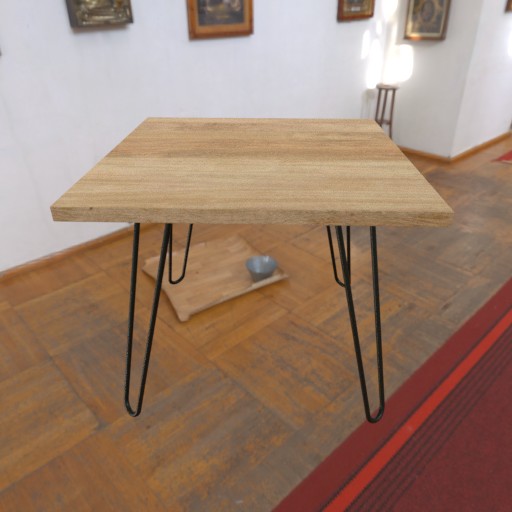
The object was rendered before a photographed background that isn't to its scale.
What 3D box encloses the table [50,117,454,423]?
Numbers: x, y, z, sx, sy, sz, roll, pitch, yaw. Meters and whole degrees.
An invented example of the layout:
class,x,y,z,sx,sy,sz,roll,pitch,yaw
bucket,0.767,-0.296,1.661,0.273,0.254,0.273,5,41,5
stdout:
class,x,y,z,sx,sy,sz,roll,pitch,yaw
table,0.000,0.000,1.037,0.599,0.500,0.599,1,30,2
